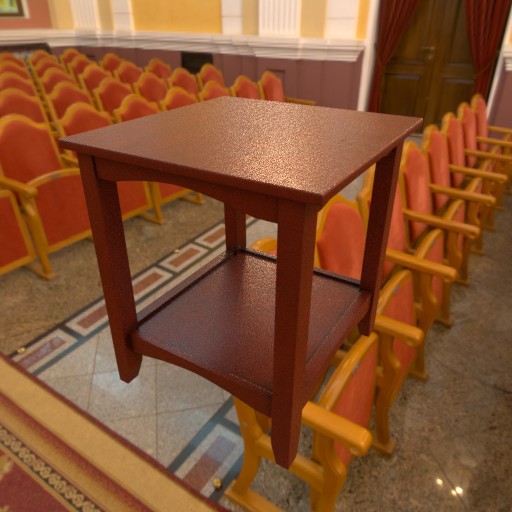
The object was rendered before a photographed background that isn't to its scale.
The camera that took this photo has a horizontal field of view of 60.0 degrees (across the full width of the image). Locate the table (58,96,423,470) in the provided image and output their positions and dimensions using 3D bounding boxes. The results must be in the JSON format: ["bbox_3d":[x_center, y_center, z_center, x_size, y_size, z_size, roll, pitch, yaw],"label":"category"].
[{"bbox_3d":[0.000,0.000,0.976,0.522,0.558,0.523,18,34,29],"label":"table"}]
